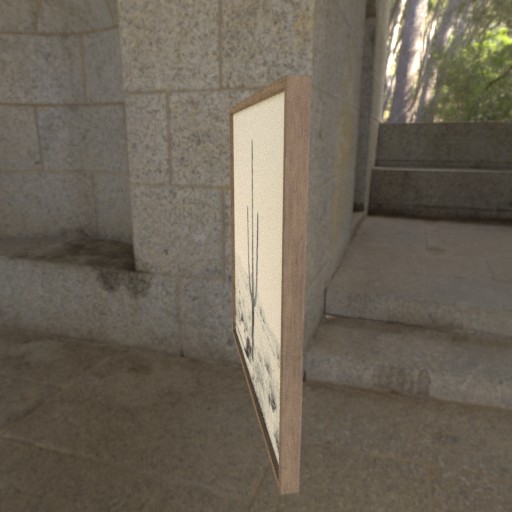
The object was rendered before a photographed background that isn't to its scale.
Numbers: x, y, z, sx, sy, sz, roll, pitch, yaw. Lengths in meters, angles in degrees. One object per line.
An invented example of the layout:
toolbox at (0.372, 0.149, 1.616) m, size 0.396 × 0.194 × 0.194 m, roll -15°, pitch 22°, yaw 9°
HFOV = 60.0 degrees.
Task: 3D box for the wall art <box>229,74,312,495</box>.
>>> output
wall art at (0.000, 0.000, 1.129) m, size 0.038 × 0.762 × 0.762 m, roll -3°, pitch 15°, yaw -10°
